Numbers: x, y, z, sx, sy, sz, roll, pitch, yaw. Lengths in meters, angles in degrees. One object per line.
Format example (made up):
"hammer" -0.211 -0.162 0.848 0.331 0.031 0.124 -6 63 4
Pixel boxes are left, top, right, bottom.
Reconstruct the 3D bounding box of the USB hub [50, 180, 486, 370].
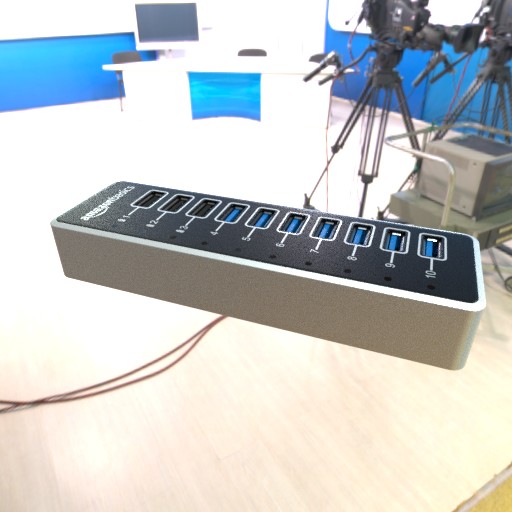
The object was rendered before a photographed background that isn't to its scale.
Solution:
"USB hub" 0.000 0.000 0.160 0.145 0.023 0.044 11 34 17
